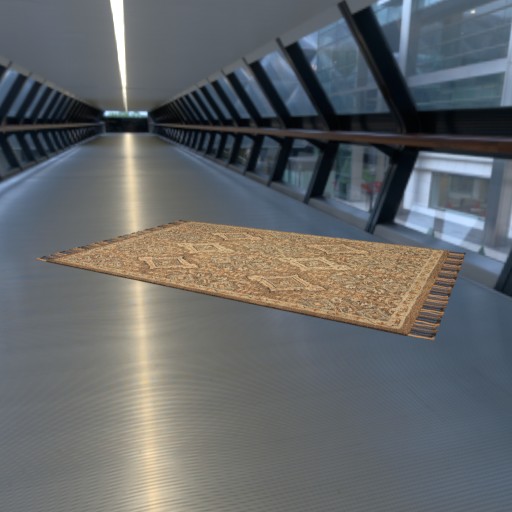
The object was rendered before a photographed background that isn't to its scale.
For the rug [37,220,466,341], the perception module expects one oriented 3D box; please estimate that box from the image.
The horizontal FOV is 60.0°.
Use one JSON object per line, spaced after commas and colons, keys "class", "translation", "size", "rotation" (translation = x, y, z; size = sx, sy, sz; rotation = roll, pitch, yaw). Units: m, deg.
{"class": "rug", "translation": [0.000, 0.000, 2.950], "size": [2.434, 0.010, 1.516], "rotation": [8, 18, 28]}
